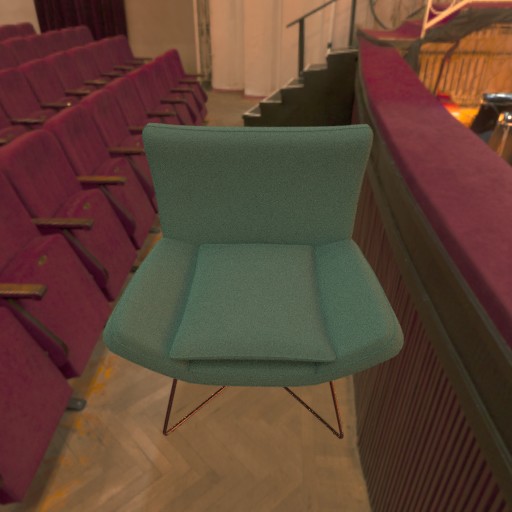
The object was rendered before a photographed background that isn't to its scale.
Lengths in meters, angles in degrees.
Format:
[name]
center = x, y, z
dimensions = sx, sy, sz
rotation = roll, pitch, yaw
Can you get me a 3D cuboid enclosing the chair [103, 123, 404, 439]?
[chair]
center = 0.000, 0.000, 1.648
dimensions = 0.859, 0.855, 1.008
rotation = 1, 31, 1
